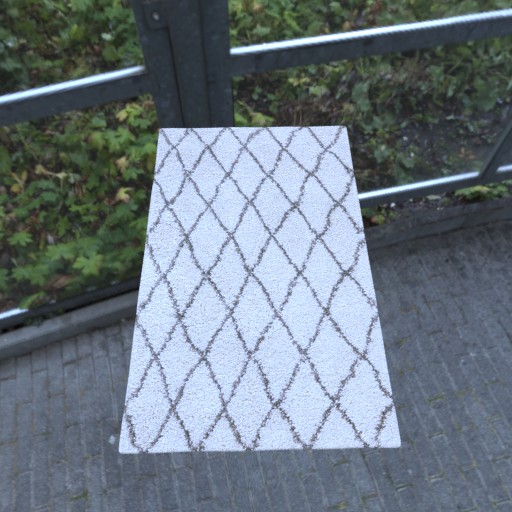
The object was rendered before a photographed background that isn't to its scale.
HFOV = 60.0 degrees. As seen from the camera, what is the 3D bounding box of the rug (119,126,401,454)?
[{"bbox_3d":[0.000,0.000,3.005,1.524,0.030,2.438,-1,59,-1],"label":"rug"}]
